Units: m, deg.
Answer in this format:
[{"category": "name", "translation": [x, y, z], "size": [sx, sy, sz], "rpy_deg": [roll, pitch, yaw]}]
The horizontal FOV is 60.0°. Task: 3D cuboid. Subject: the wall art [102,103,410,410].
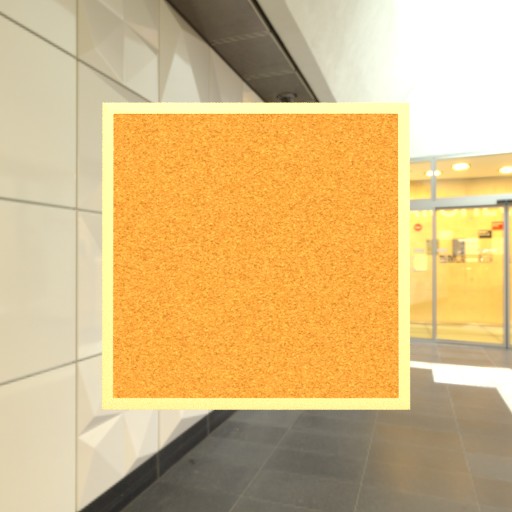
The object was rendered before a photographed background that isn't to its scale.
[{"category": "wall art", "translation": [0.000, 0.000, 0.749], "size": [0.506, 0.505, 0.038], "rpy_deg": [0, 0, 0]}]
